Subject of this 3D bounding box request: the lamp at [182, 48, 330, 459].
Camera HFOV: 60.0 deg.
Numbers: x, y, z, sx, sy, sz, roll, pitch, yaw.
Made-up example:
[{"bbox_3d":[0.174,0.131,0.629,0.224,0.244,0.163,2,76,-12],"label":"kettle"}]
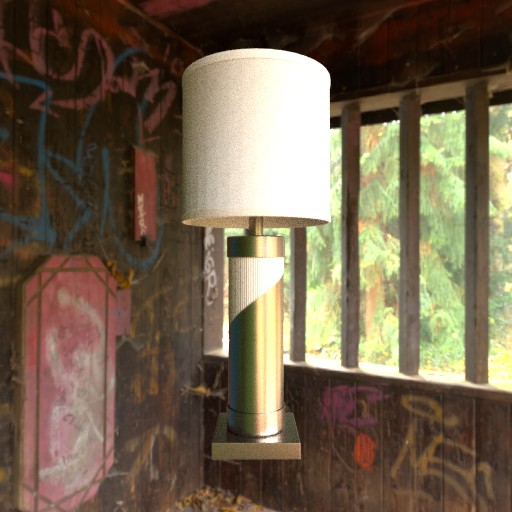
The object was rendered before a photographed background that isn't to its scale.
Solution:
[{"bbox_3d":[0.000,0.000,0.611,0.202,0.509,0.202,0,-1,0],"label":"lamp"}]
